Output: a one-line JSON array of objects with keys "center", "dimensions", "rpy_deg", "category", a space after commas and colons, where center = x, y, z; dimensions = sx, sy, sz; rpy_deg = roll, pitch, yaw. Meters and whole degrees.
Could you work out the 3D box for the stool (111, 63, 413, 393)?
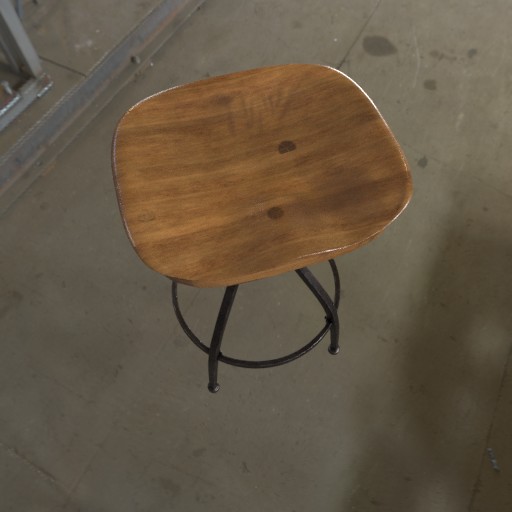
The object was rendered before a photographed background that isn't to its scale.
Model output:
[{"center": [0.000, 0.000, 0.979], "dimensions": [0.432, 0.694, 0.424], "rpy_deg": [-16, 64, -8], "category": "stool"}]
